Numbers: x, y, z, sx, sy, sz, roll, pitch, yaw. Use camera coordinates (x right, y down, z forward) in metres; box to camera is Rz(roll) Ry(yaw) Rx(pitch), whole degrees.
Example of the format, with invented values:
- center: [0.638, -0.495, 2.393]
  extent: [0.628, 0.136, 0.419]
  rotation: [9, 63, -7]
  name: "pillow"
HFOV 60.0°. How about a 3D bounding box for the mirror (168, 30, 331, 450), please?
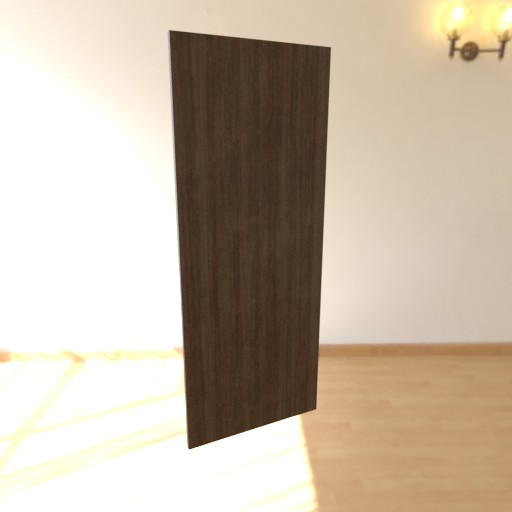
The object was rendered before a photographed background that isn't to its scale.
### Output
- center: [0.000, 0.000, 2.277]
  extent: [0.812, 2.032, 0.025]
  rotation: [-7, 17, -26]
  name: "mirror"
